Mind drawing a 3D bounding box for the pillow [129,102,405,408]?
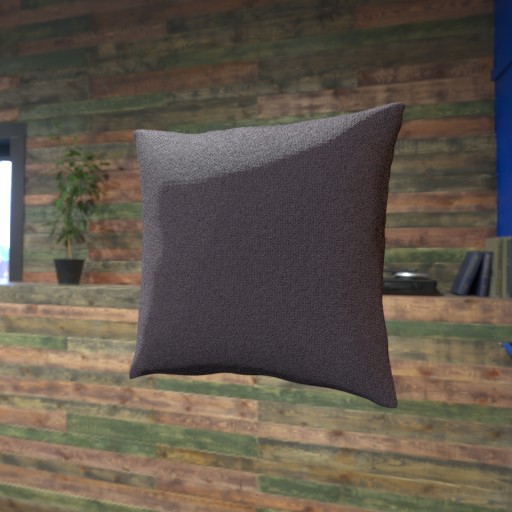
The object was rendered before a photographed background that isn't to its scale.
[{"bbox_3d":[0.000,0.000,0.706,0.452,0.439,0.204,0,-1,17],"label":"pillow"}]
